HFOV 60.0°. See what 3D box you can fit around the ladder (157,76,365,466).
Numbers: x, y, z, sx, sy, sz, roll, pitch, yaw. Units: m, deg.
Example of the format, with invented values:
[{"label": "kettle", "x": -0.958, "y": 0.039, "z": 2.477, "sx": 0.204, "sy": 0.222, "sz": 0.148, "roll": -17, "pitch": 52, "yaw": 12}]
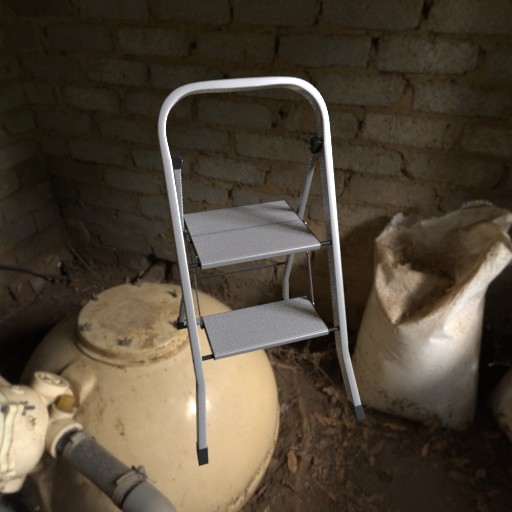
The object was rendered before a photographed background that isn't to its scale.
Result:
[{"label": "ladder", "x": 0.000, "y": 0.000, "z": 1.147, "sx": 0.465, "sy": 0.830, "sz": 0.530, "roll": -10, "pitch": 34, "yaw": -15}]
